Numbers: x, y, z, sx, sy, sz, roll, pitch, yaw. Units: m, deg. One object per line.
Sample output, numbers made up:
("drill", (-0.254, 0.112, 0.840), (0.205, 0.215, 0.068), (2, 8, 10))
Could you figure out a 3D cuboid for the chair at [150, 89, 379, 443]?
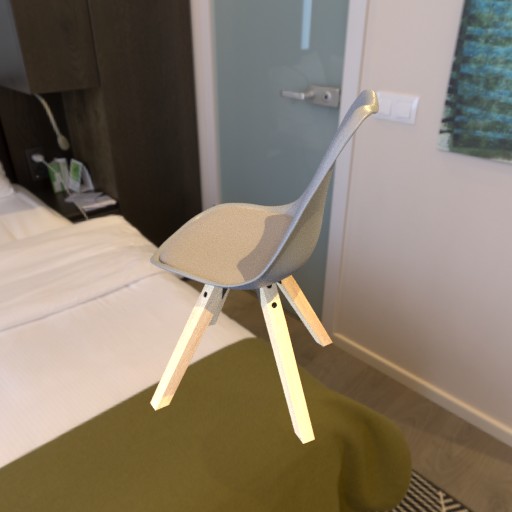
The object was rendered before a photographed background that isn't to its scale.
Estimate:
("chair", (0.000, 0.000, 1.212), (0.550, 0.850, 0.485), (7, 29, 13))
